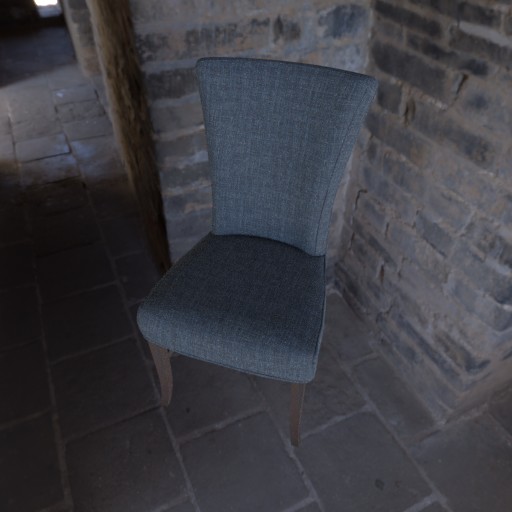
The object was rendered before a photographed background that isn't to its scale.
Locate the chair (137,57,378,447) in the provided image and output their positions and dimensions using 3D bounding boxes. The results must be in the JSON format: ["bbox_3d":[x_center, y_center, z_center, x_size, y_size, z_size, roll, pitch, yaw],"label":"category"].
[{"bbox_3d":[0.000,0.000,1.368,0.520,0.991,0.660,12,43,13],"label":"chair"}]
